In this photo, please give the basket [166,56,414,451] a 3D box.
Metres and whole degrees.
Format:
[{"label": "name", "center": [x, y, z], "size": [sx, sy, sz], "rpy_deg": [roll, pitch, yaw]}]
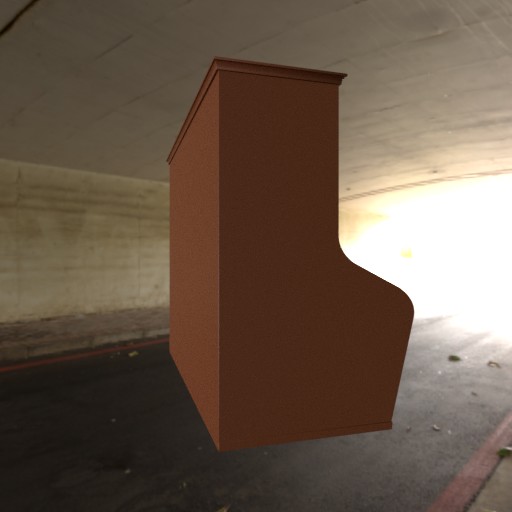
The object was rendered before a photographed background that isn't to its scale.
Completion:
[{"label": "basket", "center": [0.000, 0.000, 1.126], "size": [0.376, 0.625, 0.792], "rpy_deg": [0, 0, -17]}]
